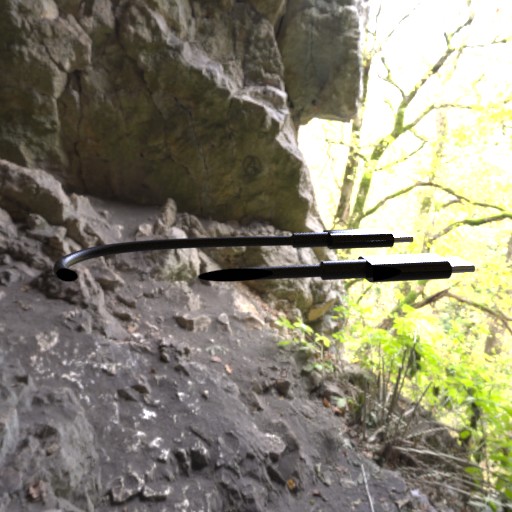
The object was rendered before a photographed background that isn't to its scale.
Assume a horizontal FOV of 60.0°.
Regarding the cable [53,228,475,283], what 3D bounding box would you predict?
[{"bbox_3d":[0.000,0.000,0.115,0.098,0.005,0.041,-2,16,-8],"label":"cable"}]
